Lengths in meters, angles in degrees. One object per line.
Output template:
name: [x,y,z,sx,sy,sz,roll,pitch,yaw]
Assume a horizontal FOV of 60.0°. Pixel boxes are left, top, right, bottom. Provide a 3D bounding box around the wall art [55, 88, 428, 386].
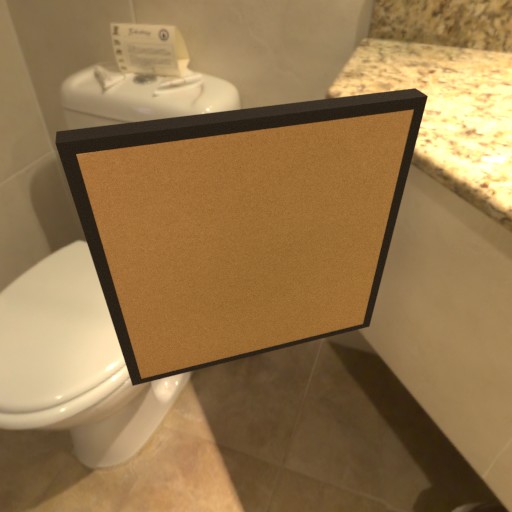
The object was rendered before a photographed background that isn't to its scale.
wall art: [0.000,0.000,0.759,0.508,0.507,0.033,-11,42,-13]
